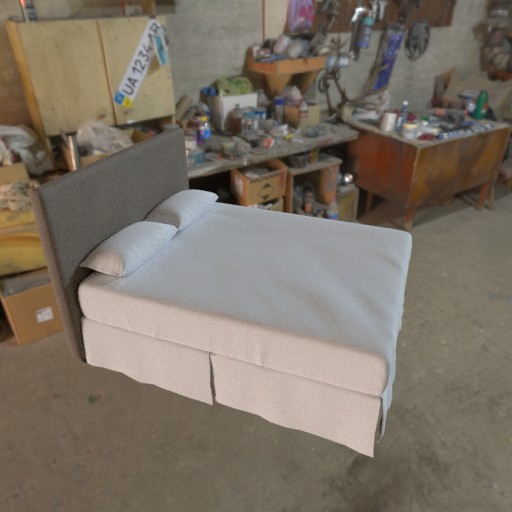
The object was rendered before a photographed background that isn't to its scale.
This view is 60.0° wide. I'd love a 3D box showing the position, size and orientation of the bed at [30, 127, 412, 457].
[{"bbox_3d":[0.000,0.000,3.166,2.142,1.330,1.723,11,31,18],"label":"bed"}]
